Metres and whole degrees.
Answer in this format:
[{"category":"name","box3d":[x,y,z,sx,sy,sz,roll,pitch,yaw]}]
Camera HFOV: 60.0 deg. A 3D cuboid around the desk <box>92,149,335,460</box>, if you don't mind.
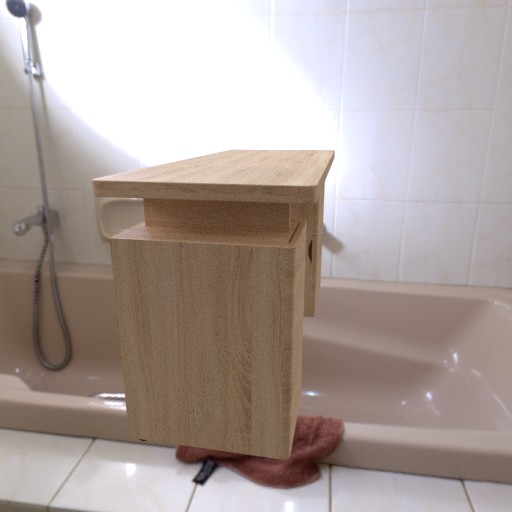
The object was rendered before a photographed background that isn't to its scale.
[{"category":"desk","box3d":[0.000,0.000,1.783,0.550,0.760,1.400,3,17,11]}]
